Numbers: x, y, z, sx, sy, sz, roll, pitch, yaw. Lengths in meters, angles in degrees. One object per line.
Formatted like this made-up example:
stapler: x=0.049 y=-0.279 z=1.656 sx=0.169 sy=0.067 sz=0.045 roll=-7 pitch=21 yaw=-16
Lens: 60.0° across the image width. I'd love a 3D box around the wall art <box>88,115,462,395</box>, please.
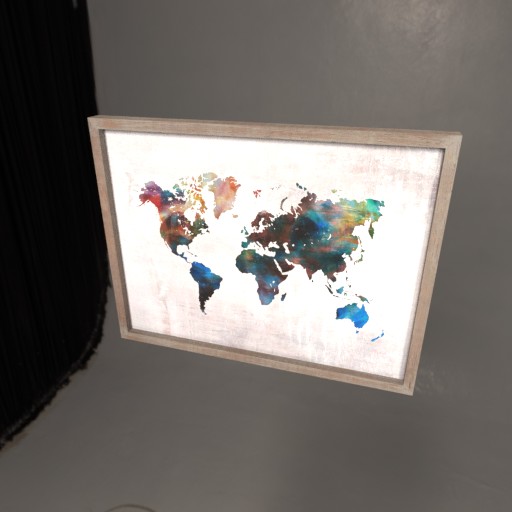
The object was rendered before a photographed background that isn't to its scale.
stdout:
wall art: x=0.000 y=0.000 z=1.750 sx=1.320 sy=1.009 sz=0.070 roll=7 pitch=26 yaw=16
